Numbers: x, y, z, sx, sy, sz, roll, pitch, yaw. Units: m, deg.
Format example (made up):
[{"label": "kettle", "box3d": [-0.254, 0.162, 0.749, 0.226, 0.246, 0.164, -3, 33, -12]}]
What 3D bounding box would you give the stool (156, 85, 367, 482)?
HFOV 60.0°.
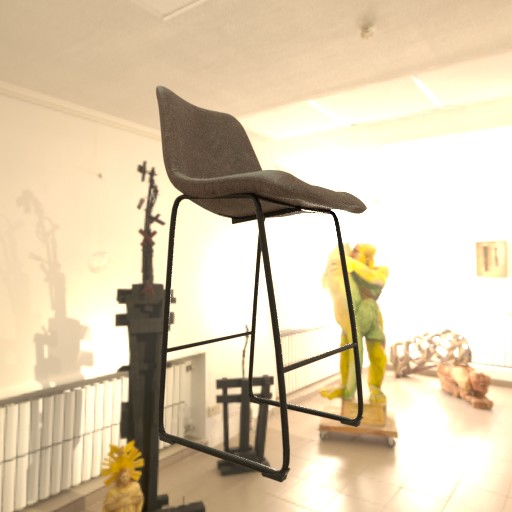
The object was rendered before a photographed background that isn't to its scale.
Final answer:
[{"label": "stool", "box3d": [0.000, 0.000, 1.383, 0.561, 1.082, 0.514, -1, -1, 36]}]
